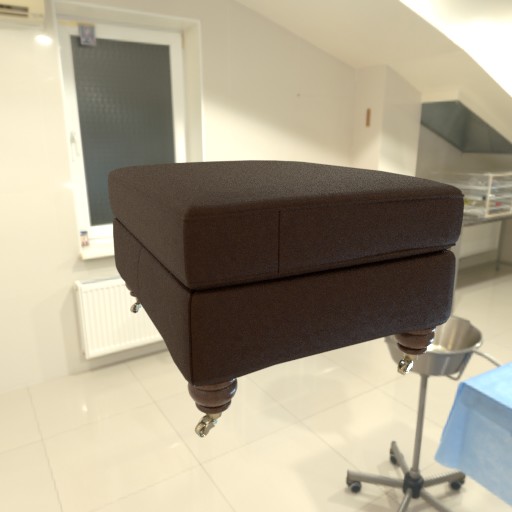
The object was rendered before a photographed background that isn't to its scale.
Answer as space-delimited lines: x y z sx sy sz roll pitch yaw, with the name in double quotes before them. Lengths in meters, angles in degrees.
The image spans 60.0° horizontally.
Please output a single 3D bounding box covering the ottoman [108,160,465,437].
"ottoman" 0.000 0.000 1.817 0.967 0.730 1.187 -8 18 -25
